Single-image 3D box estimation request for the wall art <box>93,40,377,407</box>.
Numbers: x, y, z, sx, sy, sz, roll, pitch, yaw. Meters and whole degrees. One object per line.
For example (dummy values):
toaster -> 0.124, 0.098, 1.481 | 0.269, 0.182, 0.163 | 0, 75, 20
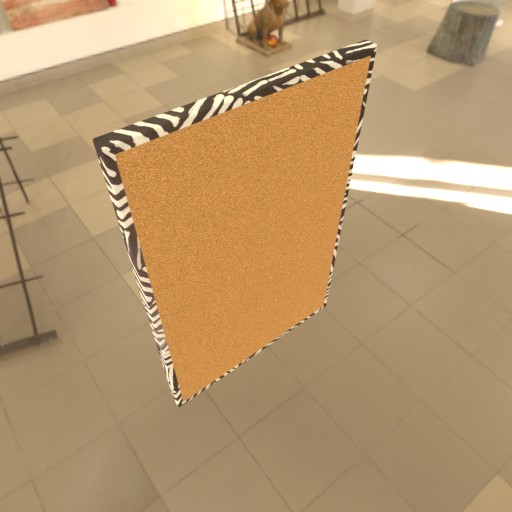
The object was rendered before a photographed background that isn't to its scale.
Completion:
wall art -> 0.000, 0.000, 1.139 | 0.615, 0.918, 0.035 | -30, 54, -24
